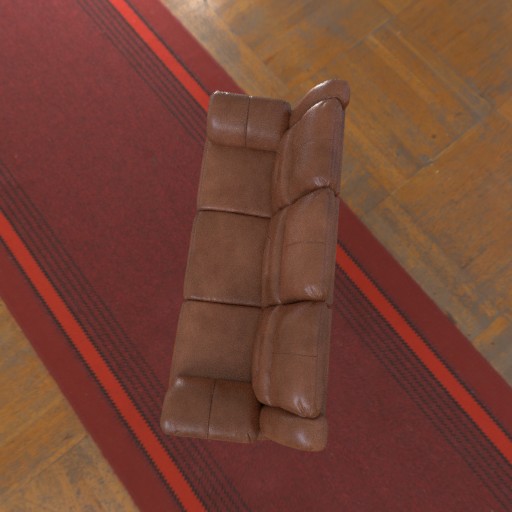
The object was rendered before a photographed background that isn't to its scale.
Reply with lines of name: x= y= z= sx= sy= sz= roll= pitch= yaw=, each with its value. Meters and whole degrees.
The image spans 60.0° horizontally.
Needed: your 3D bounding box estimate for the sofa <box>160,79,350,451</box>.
sofa: x=0.000 y=0.000 z=2.984 sx=0.991 sy=1.043 sz=2.337 roll=6 pitch=76 yaw=2
